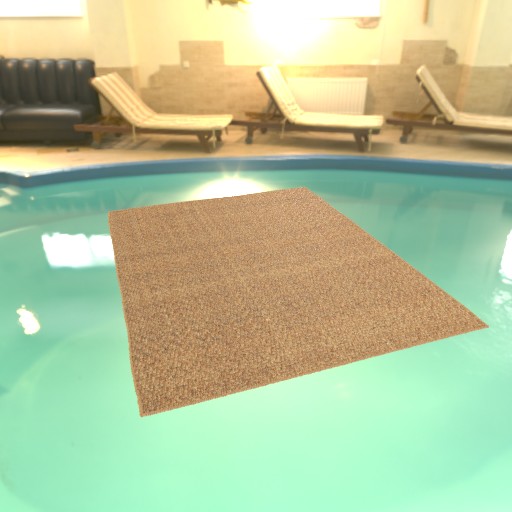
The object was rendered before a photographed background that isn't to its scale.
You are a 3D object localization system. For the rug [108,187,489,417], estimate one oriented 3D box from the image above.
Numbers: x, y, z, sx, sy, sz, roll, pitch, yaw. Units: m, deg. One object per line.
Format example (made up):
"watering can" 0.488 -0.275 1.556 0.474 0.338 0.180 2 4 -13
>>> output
"rug" 0.000 0.000 4.015 2.439 0.013 3.048 -10 30 -17
